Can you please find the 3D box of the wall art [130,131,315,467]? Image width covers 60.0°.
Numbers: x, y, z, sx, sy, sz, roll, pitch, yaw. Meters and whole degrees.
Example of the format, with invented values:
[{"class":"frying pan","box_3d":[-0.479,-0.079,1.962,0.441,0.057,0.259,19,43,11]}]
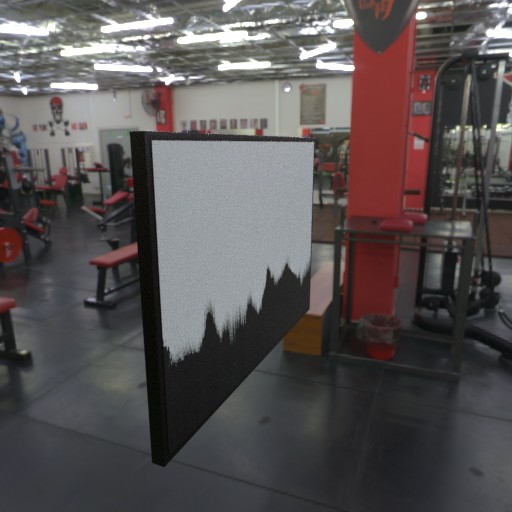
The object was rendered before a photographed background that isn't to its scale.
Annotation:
[{"class":"wall art","box_3d":[0.000,0.000,0.850,0.022,0.446,0.659,6,16,23]}]
